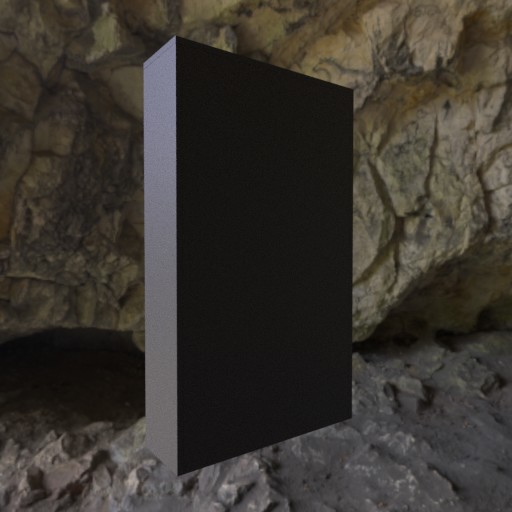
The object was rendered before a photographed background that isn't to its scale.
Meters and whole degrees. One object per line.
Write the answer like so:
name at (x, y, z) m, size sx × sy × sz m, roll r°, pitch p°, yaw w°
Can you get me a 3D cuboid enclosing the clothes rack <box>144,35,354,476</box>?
clothes rack at (0.000, 0.000, 1.606) m, size 0.750 × 1.280 × 0.250 m, roll -1°, pitch 2°, yaw -36°
